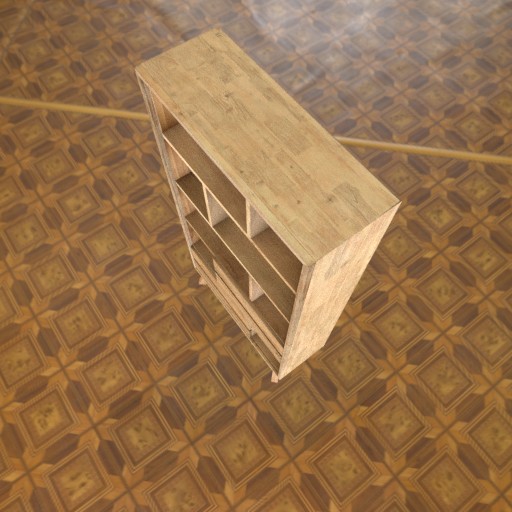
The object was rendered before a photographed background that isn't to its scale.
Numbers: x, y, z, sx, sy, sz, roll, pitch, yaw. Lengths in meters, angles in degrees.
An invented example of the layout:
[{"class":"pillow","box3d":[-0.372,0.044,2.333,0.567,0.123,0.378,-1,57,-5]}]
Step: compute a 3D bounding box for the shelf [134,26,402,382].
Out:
[{"class":"shelf","box3d":[0.000,0.000,1.778,0.308,1.471,0.748,-34,69,-15]}]
